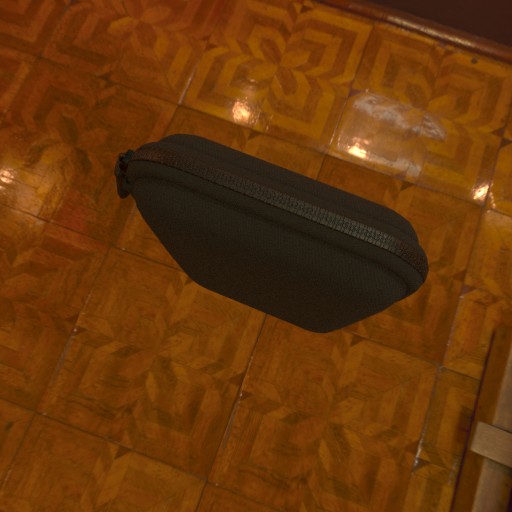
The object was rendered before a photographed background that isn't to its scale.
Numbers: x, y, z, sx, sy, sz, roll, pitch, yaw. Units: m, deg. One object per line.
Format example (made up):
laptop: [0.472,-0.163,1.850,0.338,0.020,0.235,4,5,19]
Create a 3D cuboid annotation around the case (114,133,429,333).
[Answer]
case: [0.000,0.000,0.187,0.107,0.147,0.030,22,78,5]
